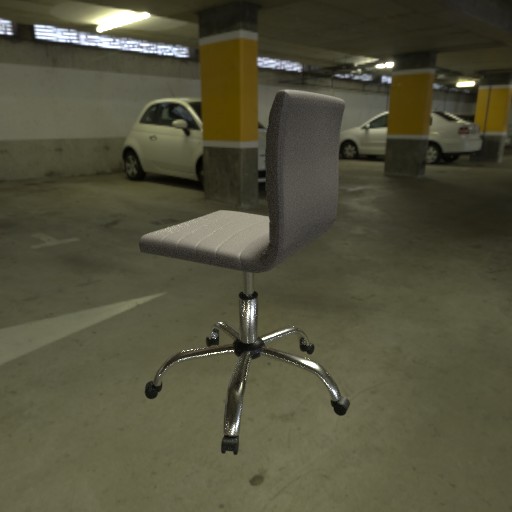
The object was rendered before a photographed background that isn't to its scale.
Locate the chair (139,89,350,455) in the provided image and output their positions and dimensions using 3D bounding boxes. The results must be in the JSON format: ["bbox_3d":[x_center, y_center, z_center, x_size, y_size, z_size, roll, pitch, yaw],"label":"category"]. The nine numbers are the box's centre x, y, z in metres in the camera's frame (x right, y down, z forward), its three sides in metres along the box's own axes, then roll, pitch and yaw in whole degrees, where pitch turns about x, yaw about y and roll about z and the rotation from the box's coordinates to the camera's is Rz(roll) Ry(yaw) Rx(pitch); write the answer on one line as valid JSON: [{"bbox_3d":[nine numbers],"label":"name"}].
[{"bbox_3d":[0.000,0.000,1.143,0.530,0.780,0.556,8,18,25],"label":"chair"}]
